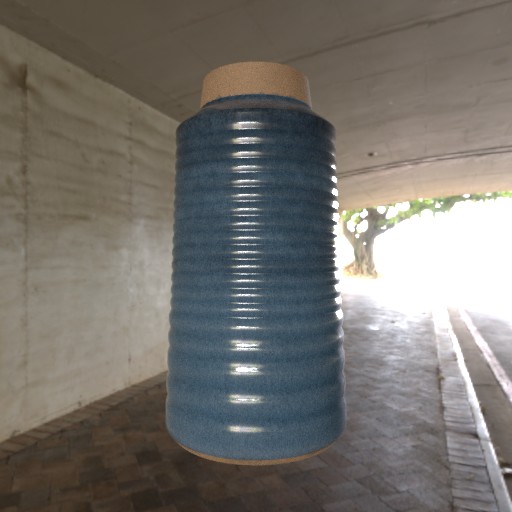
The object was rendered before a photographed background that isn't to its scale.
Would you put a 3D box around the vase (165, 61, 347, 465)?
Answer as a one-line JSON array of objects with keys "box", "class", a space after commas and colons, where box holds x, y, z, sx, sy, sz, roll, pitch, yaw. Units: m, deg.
[{"box": [0.000, 0.000, 0.406, 0.163, 0.316, 0.163, 0, 0, 0], "class": "vase"}]
